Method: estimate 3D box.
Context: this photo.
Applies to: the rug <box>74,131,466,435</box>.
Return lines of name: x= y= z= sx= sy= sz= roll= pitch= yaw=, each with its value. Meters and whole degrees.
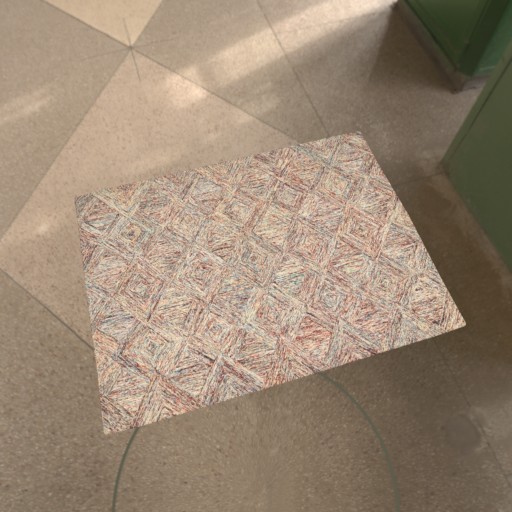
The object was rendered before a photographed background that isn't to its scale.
rug: x=0.000 y=0.000 z=4.272 sx=3.226 sy=0.024 sz=2.436 roll=-15 pitch=63 yaw=-8
